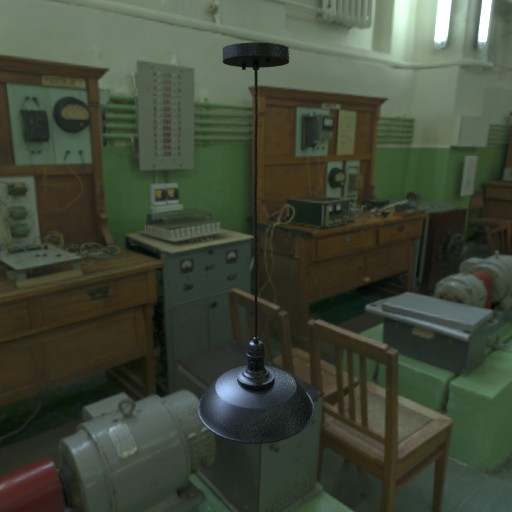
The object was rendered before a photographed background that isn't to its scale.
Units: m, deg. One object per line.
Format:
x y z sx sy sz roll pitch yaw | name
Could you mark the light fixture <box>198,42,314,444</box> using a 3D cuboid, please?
0.000 0.000 1.158 0.331 0.993 0.331 -13 20 -41 | light fixture
